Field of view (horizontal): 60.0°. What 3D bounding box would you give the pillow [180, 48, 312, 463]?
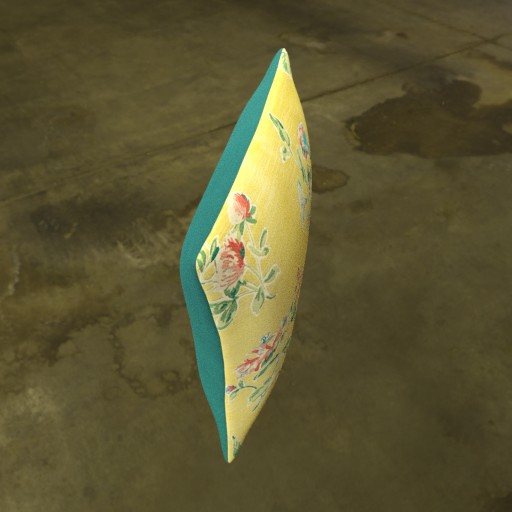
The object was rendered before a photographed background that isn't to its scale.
[{"bbox_3d":[0.000,0.000,0.771,0.166,0.508,0.525,8,46,8],"label":"pillow"}]
